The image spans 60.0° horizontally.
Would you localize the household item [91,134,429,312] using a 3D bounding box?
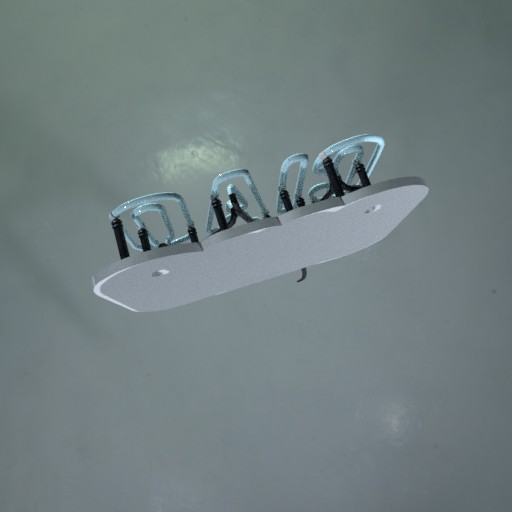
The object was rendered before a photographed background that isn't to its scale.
[{"bbox_3d":[0.000,0.000,0.383,0.211,0.294,0.042,-17,77,-4],"label":"household item"}]
